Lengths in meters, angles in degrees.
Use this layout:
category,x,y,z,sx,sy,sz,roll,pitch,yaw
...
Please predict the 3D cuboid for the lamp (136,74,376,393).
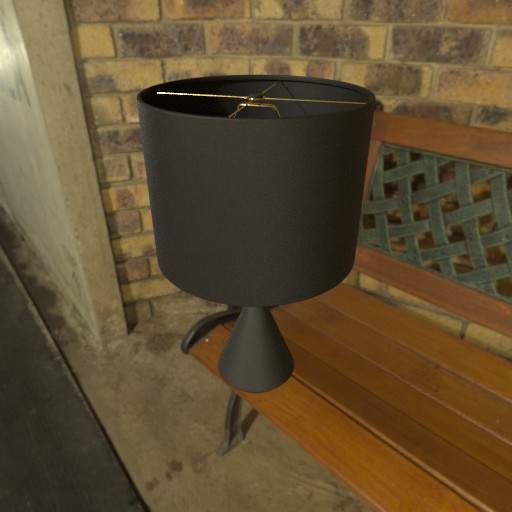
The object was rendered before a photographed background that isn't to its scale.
category,x,y,z,sx,sy,sz,roll,pitch,yaw
lamp,0.000,0.000,0.827,0.359,0.584,0.359,8,31,13
